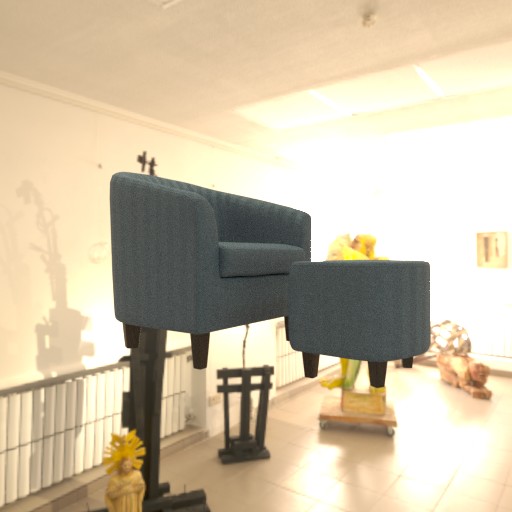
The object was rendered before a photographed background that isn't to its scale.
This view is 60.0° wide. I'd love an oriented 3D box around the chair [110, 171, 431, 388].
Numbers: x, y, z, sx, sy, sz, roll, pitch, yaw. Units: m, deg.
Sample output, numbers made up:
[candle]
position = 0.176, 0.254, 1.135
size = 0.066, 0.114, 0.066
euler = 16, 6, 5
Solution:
[chair]
position = 0.000, 0.000, 1.720
size = 1.288, 0.757, 0.756
euler = 0, 0, 36
